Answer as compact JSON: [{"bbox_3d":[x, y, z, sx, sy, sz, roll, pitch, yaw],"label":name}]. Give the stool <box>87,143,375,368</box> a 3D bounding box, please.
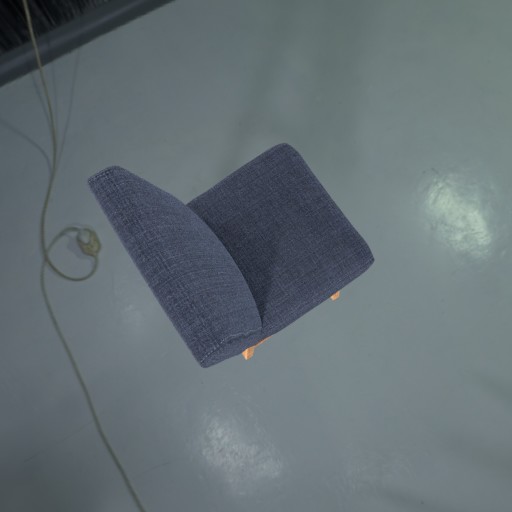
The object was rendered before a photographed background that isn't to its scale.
[{"bbox_3d":[0.000,0.000,1.327,0.526,1.010,0.459,-33,79,-7],"label":"stool"}]
